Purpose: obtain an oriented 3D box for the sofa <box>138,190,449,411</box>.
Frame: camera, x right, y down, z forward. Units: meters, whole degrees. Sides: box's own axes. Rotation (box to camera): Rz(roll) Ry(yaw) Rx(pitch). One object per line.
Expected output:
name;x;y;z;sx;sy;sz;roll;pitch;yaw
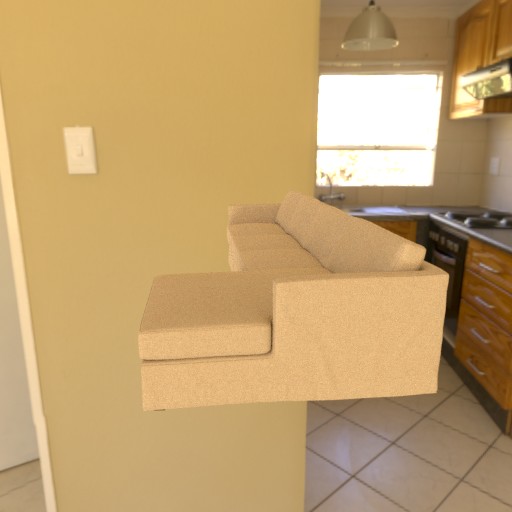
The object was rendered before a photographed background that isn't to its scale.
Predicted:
sofa;0.000;0.000;3.772;1.622;0.867;3.177;-2;14;-8
